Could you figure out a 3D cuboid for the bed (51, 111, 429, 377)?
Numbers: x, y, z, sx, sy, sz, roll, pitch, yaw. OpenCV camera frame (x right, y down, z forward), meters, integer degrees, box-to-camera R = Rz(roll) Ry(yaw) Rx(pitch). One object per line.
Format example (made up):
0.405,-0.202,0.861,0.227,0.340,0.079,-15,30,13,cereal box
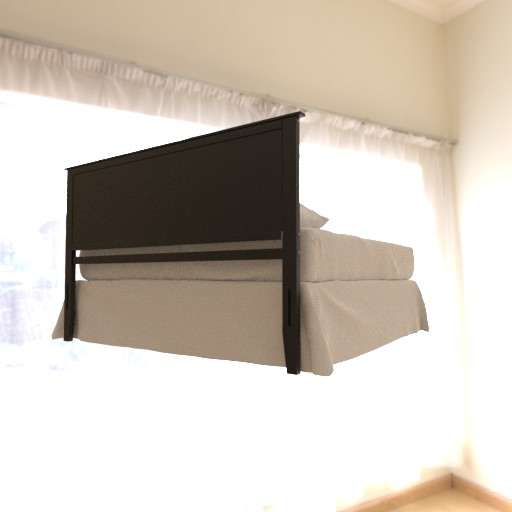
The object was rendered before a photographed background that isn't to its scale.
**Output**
0.000,0.000,3.597,2.315,1.271,2.219,-2,-3,35,bed
